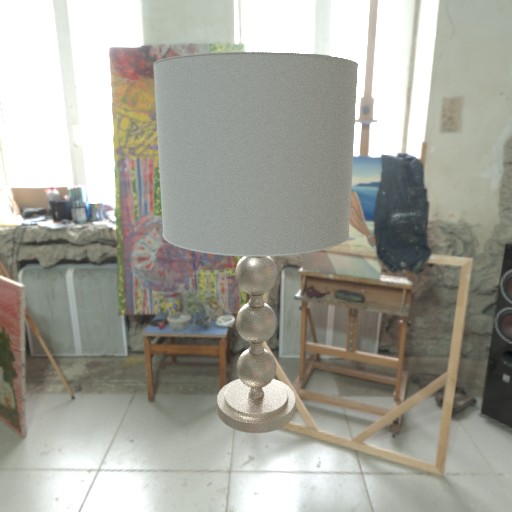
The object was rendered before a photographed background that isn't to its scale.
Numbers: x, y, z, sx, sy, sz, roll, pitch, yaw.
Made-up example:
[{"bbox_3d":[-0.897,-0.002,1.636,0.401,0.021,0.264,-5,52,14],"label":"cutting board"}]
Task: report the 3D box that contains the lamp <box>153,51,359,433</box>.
[{"bbox_3d":[0.000,0.000,0.682,0.277,0.538,0.277,-9,19,-27],"label":"lamp"}]
